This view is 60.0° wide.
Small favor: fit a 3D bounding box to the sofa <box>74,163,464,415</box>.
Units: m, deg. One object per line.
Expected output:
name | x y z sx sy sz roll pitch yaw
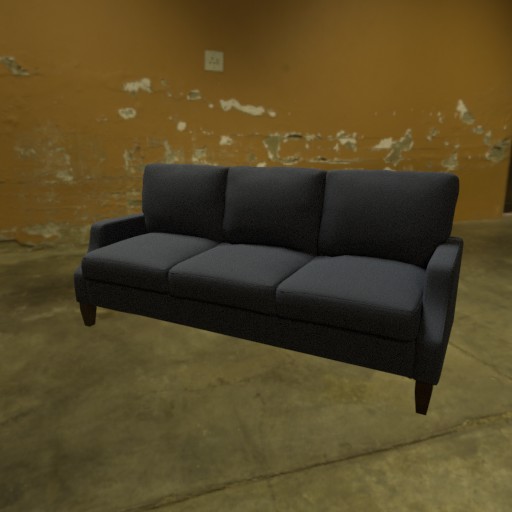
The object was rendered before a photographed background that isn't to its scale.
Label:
sofa | 0.000 0.000 2.552 2.115 0.984 0.888 8 17 27
